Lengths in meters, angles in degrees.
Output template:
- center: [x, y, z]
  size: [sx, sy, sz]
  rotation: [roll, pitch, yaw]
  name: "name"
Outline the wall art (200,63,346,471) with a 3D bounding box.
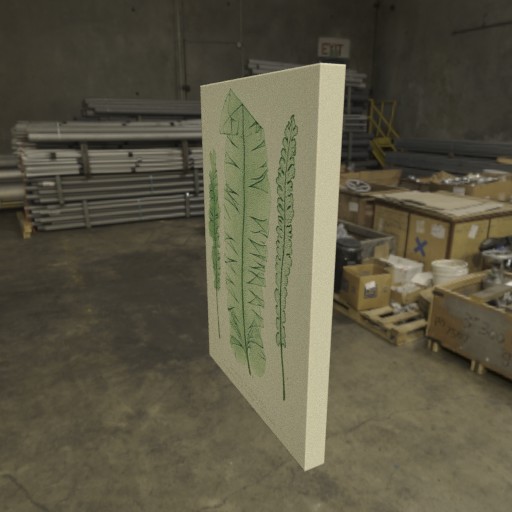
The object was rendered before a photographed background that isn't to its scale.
- center: [0.000, 0.000, 0.813]
  size: [0.038, 0.608, 0.418]
  rotation: [-9, 19, -26]
  name: "wall art"
